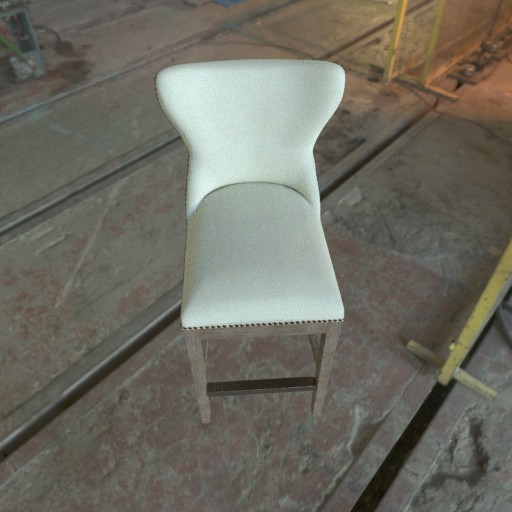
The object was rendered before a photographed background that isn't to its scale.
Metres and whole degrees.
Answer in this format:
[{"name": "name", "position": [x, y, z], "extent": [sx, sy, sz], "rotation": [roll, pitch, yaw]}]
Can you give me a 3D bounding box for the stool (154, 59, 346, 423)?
[{"name": "stool", "position": [0.000, 0.000, 1.349], "extent": [0.498, 0.981, 0.608], "rotation": [-3, 47, -2]}]
